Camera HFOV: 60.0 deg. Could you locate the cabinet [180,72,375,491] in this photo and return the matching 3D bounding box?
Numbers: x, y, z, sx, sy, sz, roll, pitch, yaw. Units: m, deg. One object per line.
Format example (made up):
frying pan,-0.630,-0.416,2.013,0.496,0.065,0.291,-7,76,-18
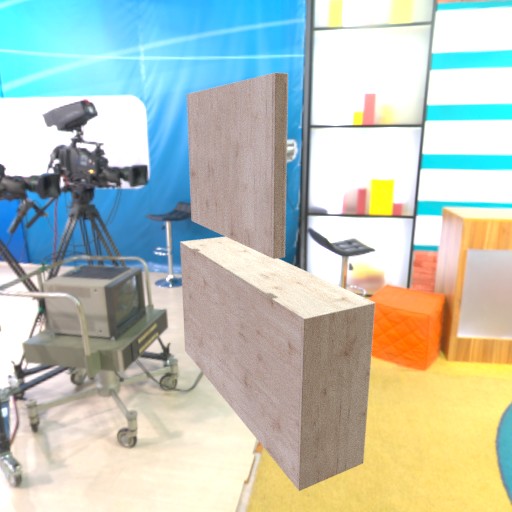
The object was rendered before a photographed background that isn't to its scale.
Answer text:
cabinet,0.000,0.000,2.772,0.420,1.981,1.700,-8,17,-27
